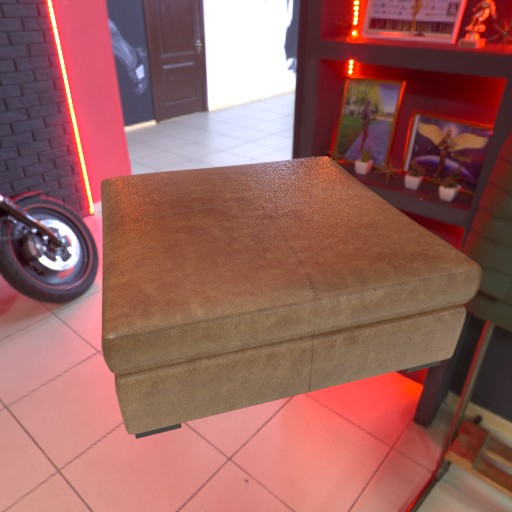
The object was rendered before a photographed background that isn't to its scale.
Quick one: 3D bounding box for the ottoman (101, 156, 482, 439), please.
[{"bbox_3d":[0.000,0.000,1.815,1.168,0.483,1.169,-9,32,-14],"label":"ottoman"}]
